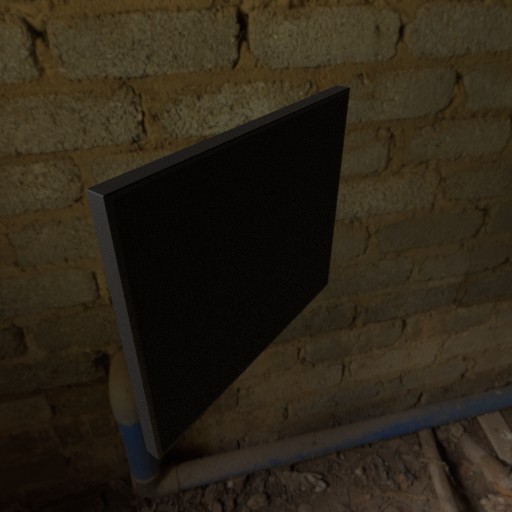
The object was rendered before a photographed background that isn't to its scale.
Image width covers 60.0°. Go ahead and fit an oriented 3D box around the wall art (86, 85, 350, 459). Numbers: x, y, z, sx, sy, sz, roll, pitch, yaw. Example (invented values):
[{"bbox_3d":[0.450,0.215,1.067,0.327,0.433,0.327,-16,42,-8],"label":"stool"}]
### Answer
[{"bbox_3d":[0.000,0.000,0.764,0.029,0.458,0.559,22,39,29],"label":"wall art"}]
